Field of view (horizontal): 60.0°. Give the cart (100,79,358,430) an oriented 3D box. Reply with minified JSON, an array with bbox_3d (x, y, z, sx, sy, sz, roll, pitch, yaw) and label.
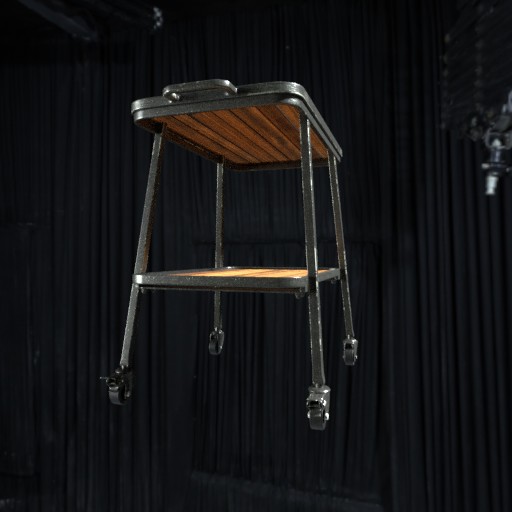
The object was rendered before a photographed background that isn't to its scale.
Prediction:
[{"bbox_3d":[0.000,0.000,1.262,0.515,0.700,0.806,0,0,19],"label":"cart"}]
